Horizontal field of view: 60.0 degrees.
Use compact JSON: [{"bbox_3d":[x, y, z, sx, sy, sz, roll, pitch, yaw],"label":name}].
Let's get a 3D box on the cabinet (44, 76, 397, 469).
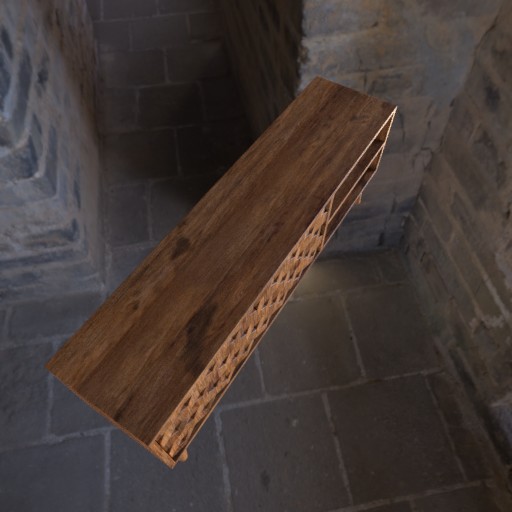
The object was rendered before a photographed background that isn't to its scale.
[{"bbox_3d":[0.000,0.000,1.631,0.349,0.528,1.448,28,61,17],"label":"cabinet"}]
